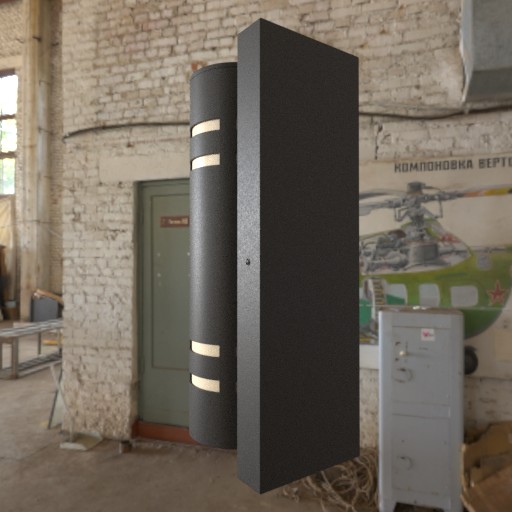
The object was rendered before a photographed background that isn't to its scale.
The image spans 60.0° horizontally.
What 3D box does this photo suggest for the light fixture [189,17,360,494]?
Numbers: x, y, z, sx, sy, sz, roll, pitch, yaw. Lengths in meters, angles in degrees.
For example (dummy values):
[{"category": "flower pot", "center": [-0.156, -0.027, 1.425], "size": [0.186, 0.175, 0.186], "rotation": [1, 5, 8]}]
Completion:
[{"category": "light fixture", "center": [0.000, 0.000, 0.397], "size": [0.105, 0.330, 0.149], "rotation": [0, -1, -36]}]
